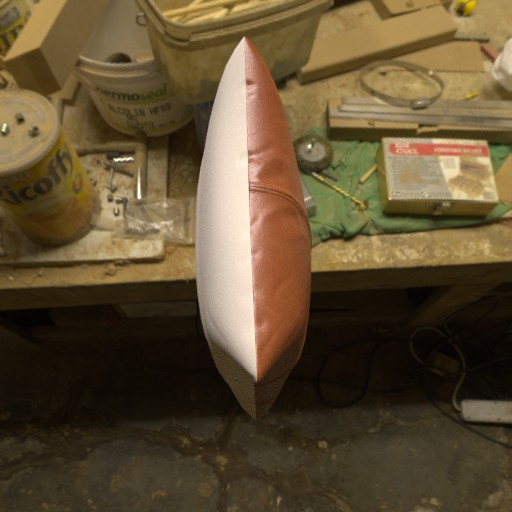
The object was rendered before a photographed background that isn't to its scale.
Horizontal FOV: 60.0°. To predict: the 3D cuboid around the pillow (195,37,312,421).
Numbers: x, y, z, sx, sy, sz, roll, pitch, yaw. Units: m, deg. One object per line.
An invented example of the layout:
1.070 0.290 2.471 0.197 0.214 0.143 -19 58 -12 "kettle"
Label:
0.000 0.000 0.766 0.192 0.477 0.501 -2 65 -1 "pillow"
